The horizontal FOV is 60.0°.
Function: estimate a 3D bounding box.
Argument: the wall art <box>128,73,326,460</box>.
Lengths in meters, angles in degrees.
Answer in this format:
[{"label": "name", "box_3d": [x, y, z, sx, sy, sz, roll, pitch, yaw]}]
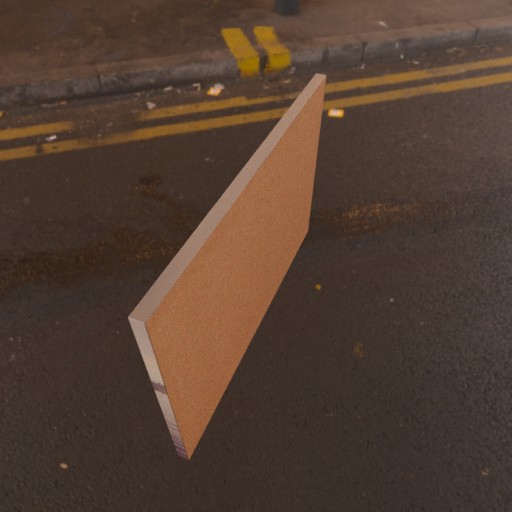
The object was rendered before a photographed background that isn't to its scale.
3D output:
[{"label": "wall art", "box_3d": [0.000, 0.000, 0.800, 0.021, 0.410, 0.615, 18, 50, 16]}]
